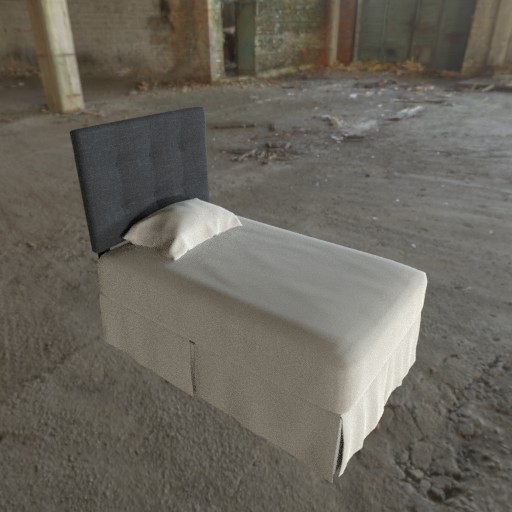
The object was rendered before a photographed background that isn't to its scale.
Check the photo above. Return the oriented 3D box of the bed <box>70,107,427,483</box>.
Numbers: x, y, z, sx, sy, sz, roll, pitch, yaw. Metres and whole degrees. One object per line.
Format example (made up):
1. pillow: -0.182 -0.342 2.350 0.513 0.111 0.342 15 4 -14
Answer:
1. bed: 0.000 0.000 2.903 1.997 1.571 1.261 19 33 32
